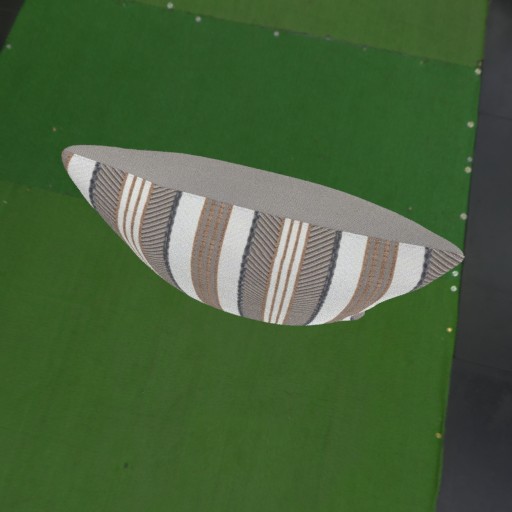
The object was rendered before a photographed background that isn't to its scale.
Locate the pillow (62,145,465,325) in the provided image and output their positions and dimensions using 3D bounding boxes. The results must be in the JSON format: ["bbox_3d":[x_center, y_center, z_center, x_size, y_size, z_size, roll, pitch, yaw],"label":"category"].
[{"bbox_3d":[0.000,0.000,0.628,0.416,0.401,0.173,15,75,4],"label":"pillow"}]
